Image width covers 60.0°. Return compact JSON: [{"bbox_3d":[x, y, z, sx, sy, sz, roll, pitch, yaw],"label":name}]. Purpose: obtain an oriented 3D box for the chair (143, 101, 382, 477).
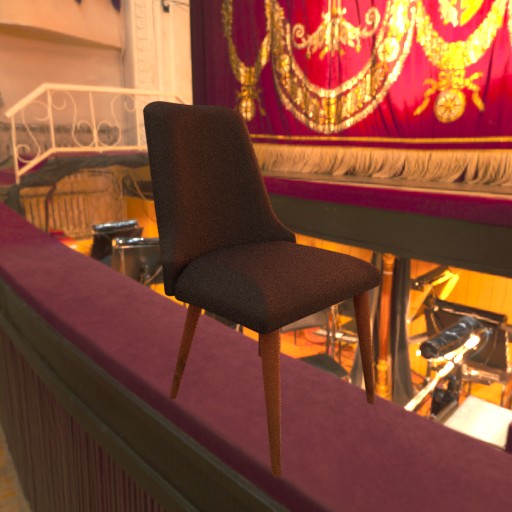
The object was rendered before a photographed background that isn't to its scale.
[{"bbox_3d":[0.000,0.000,1.208,0.567,0.820,0.504,14,19,43],"label":"chair"}]
